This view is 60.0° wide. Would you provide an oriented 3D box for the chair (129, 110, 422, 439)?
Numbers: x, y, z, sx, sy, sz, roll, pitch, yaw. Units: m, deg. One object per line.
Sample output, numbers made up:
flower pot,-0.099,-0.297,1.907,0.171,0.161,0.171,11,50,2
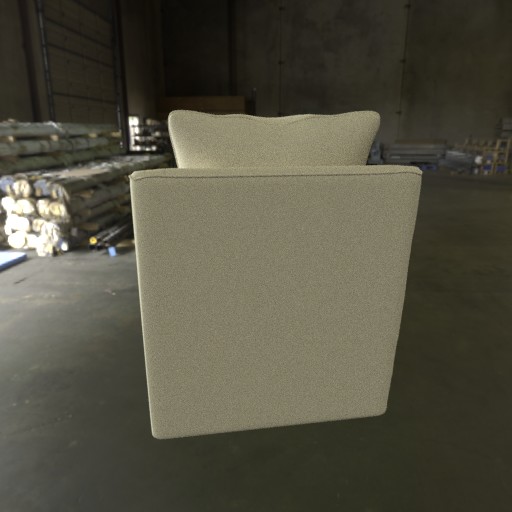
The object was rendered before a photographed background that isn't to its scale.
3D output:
chair,0.000,0.000,1.578,0.756,0.965,0.876,-3,17,-9
